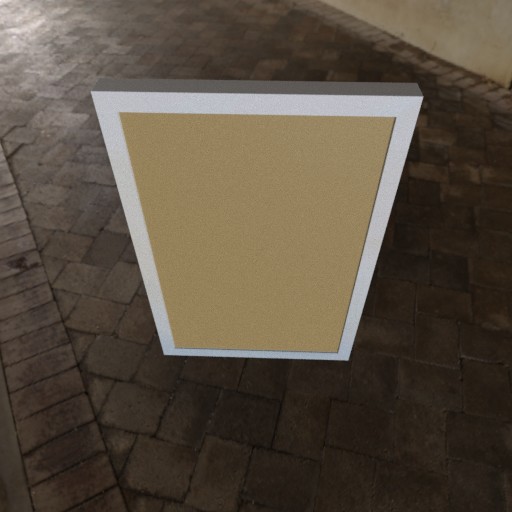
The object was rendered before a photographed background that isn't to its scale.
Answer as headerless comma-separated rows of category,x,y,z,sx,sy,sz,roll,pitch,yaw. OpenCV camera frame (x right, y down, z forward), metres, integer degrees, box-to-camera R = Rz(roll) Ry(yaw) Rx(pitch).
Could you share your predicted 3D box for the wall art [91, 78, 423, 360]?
wall art,0.000,0.000,0.776,0.408,0.611,0.038,1,46,1
